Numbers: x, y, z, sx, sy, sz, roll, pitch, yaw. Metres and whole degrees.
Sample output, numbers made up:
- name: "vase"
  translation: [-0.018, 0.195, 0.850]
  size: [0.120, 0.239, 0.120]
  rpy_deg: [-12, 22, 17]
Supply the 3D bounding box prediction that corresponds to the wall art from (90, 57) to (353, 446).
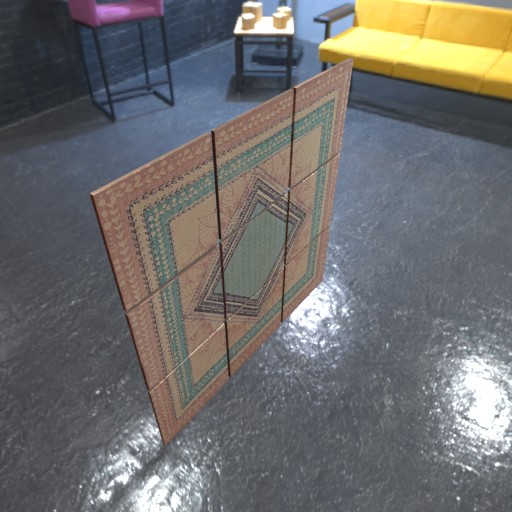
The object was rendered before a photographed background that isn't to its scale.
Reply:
- name: "wall art"
  translation: [0.000, 0.000, 1.766]
  size: [0.013, 1.213, 1.215]
  rpy_deg: [27, 48, 28]
